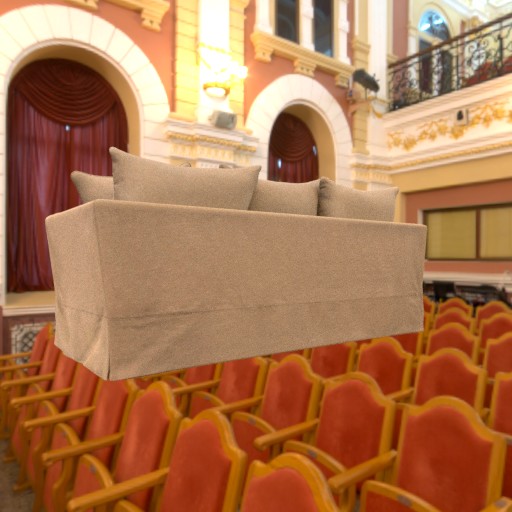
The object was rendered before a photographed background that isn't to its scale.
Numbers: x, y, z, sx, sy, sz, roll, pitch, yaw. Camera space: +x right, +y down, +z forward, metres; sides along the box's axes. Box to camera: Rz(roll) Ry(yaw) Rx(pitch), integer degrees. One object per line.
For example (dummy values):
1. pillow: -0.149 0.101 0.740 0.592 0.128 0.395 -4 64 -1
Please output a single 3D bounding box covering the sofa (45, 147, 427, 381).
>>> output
1. sofa: 0.000 0.000 2.821 2.290 1.034 1.031 0 -1 -36
